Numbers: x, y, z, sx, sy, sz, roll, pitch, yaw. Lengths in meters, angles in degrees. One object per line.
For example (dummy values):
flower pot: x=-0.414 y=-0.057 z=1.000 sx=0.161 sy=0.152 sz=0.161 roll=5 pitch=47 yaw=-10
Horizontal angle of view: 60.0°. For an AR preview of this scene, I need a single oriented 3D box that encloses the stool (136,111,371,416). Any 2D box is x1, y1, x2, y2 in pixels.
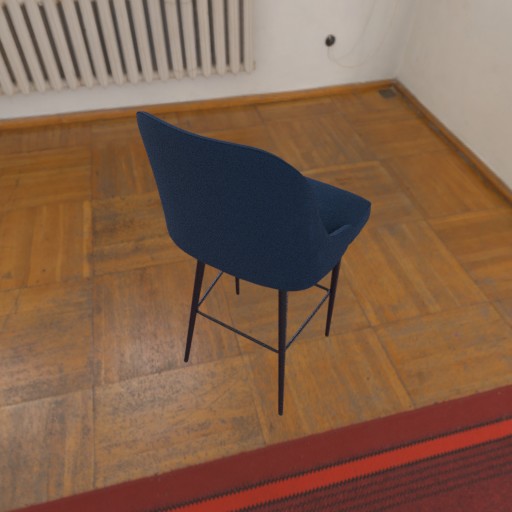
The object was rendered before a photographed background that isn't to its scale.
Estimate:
stool: x=0.000 y=0.000 z=1.342 sx=0.527 sy=1.079 sz=0.489 roll=23 pitch=50 yaw=21
